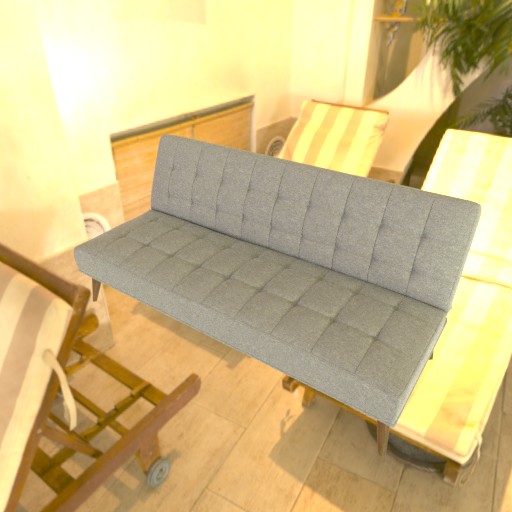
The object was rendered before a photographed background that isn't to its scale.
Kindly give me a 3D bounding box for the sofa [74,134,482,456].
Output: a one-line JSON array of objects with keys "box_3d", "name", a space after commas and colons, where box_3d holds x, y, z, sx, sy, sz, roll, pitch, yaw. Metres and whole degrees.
[{"box_3d": [0.000, 0.000, 2.199, 1.800, 0.810, 0.860, 20, 36, 29], "name": "sofa"}]
